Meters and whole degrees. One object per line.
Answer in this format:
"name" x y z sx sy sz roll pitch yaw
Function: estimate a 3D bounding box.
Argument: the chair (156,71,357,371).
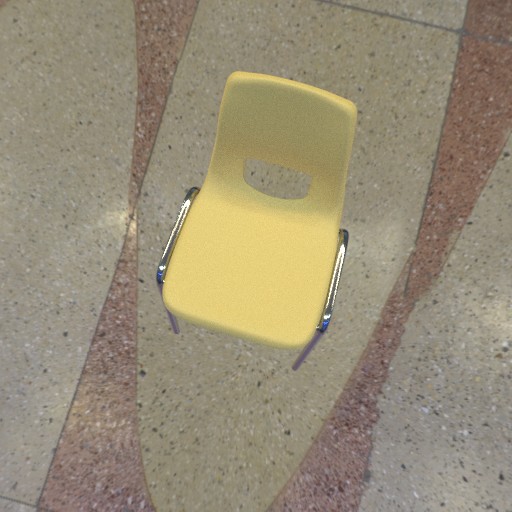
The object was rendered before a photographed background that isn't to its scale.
"chair" 0.000 0.000 0.994 0.381 0.704 0.436 16 78 4
